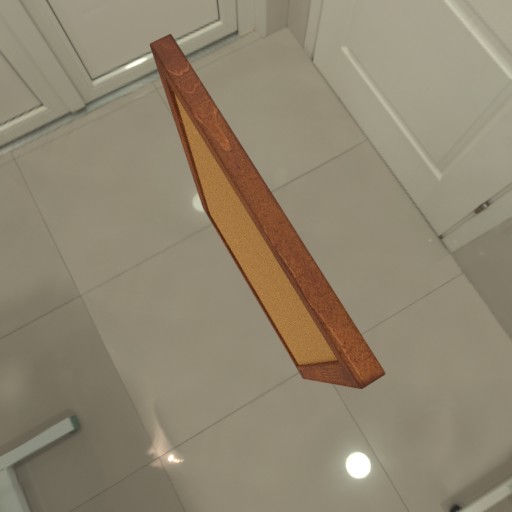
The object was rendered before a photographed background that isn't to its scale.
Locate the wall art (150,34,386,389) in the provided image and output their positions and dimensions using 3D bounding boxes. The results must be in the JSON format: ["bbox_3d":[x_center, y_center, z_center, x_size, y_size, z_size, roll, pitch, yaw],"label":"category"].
[{"bbox_3d":[0.000,0.000,0.755,0.030,0.558,0.462,-29,77,-7],"label":"wall art"}]
